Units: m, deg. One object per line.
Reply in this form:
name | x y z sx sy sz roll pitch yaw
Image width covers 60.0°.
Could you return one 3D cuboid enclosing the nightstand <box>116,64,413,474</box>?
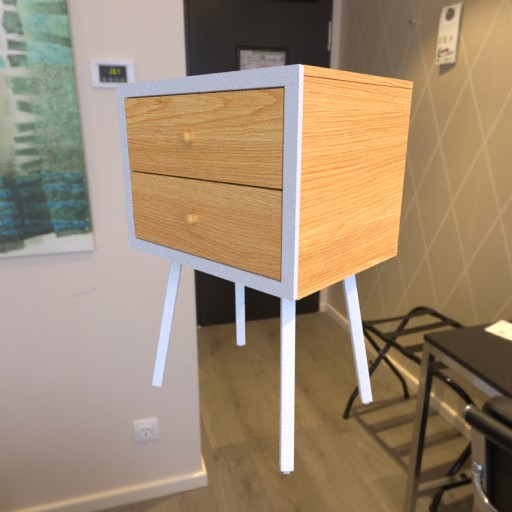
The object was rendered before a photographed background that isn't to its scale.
nightstand | 0.000 0.000 0.822 0.400 0.601 0.316 15 22 41
